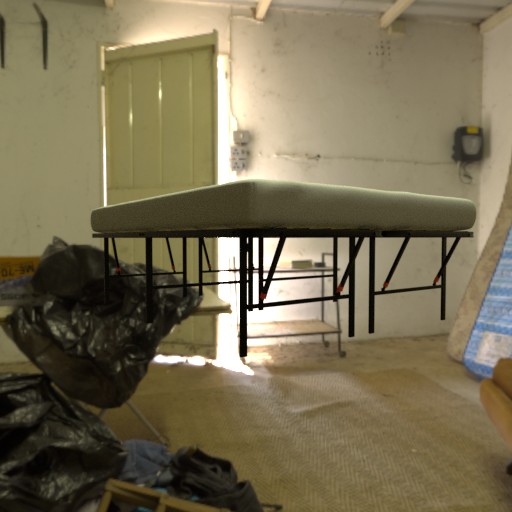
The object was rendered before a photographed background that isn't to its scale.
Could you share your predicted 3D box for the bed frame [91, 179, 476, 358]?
[{"bbox_3d":[0.000,0.000,2.561,1.372,0.637,1.905,-2,3,-35],"label":"bed frame"}]
